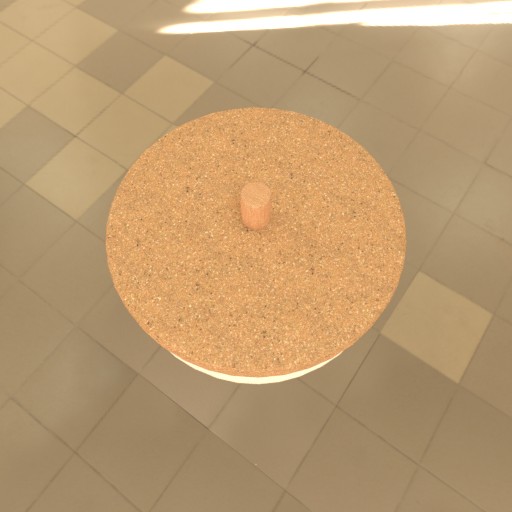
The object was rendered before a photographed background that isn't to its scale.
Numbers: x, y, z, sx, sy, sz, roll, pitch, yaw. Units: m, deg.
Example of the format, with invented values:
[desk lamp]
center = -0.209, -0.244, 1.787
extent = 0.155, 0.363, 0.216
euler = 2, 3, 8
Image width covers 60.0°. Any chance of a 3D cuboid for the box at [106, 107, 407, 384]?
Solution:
[box]
center = 0.000, 0.000, 0.185
extent = 0.107, 0.094, 0.107
euler = 0, 65, 0
